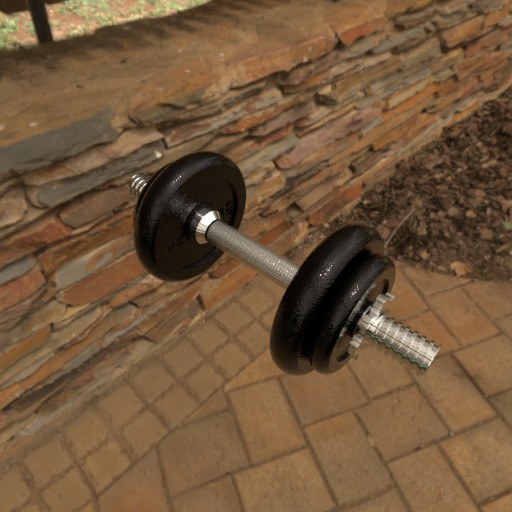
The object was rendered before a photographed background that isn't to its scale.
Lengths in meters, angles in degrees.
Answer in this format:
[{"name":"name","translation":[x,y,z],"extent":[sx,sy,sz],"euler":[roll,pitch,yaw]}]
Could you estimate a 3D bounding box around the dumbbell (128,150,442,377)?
[{"name":"dumbbell","translation":[0.000,0.000,0.588],"extent":[0.497,0.202,0.202],"euler":[31,53,28]}]
